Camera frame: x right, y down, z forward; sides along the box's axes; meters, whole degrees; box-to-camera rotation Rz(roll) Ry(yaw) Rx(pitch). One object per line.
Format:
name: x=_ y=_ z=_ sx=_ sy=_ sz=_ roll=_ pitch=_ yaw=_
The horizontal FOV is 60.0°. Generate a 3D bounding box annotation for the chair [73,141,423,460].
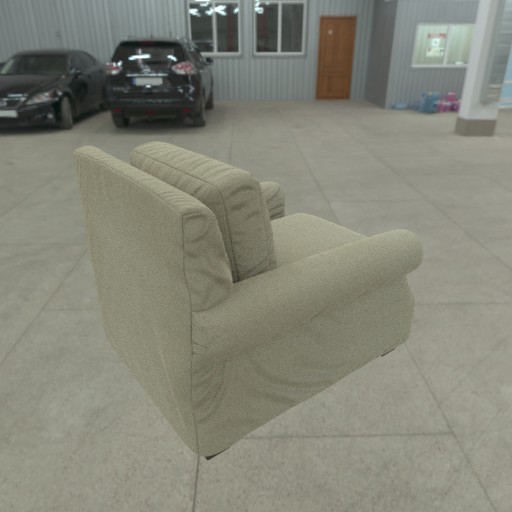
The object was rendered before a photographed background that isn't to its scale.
chair: x=0.000 y=0.000 z=1.714 sx=1.066 sy=0.866 sz=0.940 roll=-18 pitch=31 yaw=-33
